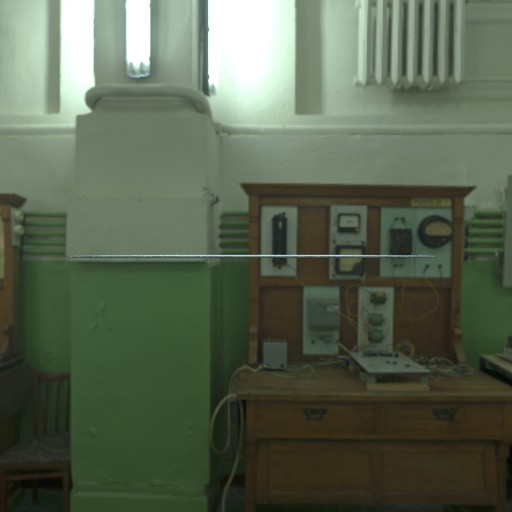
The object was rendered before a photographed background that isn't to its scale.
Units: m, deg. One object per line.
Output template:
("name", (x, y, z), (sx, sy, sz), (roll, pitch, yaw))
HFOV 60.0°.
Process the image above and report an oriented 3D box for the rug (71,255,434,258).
("rug", (0.000, 0.000, 3.056), (1.512, 0.009, 2.457), (0, 0, 1))
